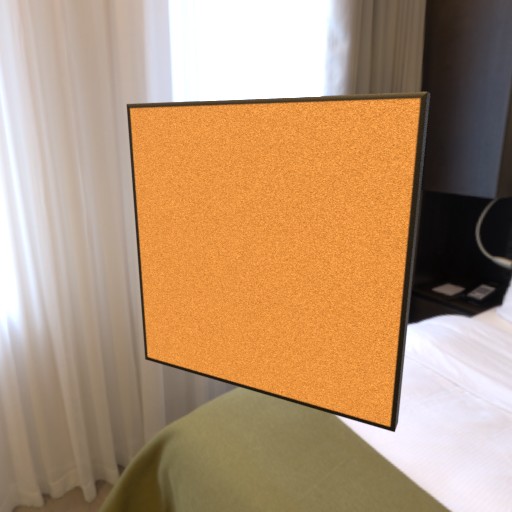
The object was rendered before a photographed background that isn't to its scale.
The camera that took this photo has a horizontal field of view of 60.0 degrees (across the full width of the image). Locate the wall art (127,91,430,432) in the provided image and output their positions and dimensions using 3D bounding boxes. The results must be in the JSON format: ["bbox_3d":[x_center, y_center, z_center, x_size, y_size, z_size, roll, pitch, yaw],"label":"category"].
[{"bbox_3d":[0.000,0.000,1.147,0.769,0.766,0.042,8,17,27],"label":"wall art"}]
